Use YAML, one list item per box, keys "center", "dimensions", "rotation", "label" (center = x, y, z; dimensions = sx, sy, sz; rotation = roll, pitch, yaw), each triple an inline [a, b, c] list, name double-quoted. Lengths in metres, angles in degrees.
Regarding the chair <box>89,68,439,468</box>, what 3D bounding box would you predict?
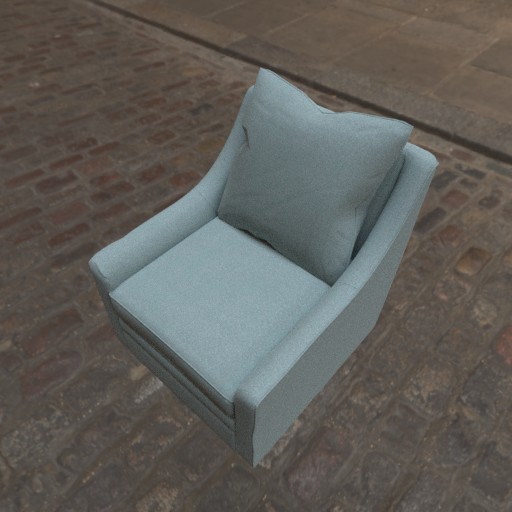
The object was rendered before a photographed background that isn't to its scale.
- center: [0.000, 0.000, 1.548]
  dimensions: [0.760, 0.926, 0.870]
  rotation: [33, 55, 27]
  label: "chair"
